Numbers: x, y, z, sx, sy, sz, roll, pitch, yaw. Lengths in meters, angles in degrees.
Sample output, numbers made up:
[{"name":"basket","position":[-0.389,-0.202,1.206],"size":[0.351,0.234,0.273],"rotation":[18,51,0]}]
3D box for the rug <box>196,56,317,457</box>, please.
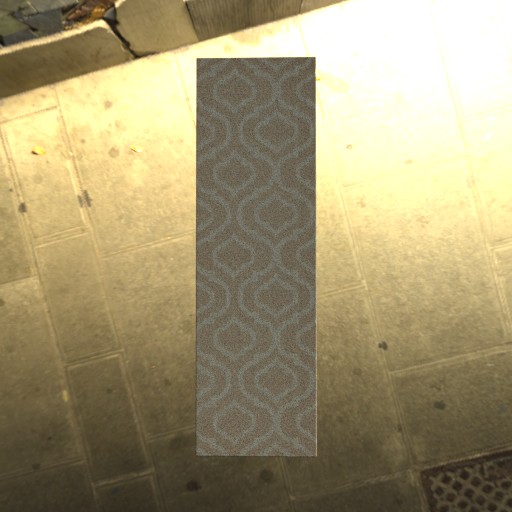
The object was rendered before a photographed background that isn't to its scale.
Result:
[{"name":"rug","position":[0.000,0.000,2.541],"size":[0.691,0.013,2.289],"rotation":[0,89,1]}]
